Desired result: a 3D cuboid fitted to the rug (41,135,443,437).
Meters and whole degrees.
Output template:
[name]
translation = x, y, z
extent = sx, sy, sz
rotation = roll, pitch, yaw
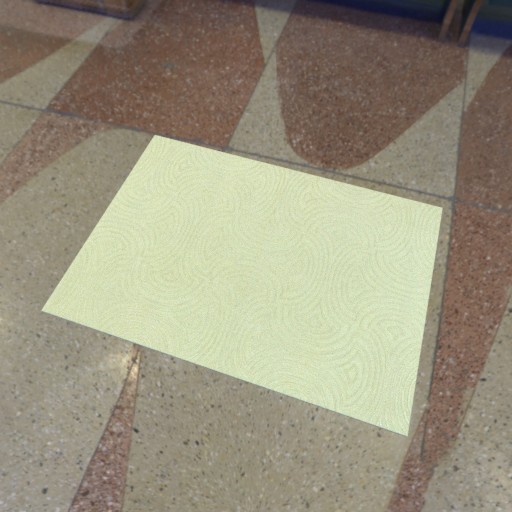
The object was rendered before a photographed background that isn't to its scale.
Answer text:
[rug]
translation = 0.000, 0.000, 2.785
extent = 2.132, 0.015, 1.526
rotation = 16, 60, 10
